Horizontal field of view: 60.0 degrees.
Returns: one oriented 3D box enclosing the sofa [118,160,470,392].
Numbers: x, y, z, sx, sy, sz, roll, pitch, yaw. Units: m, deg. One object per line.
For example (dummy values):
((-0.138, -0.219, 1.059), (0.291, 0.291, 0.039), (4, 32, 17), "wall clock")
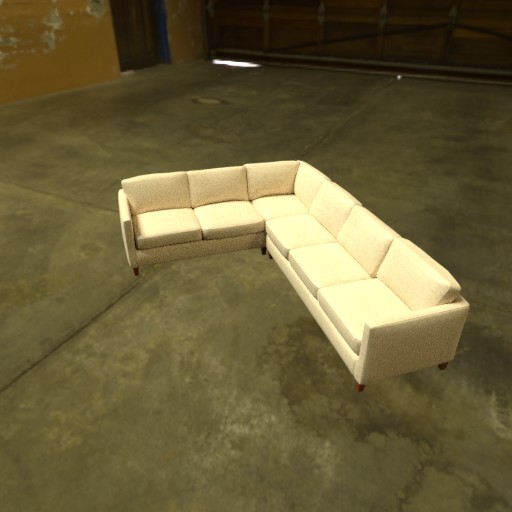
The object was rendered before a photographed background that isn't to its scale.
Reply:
((0.000, 0.000, 4.604), (2.593, 0.947, 3.302), (-9, 32, -15), "sofa")
